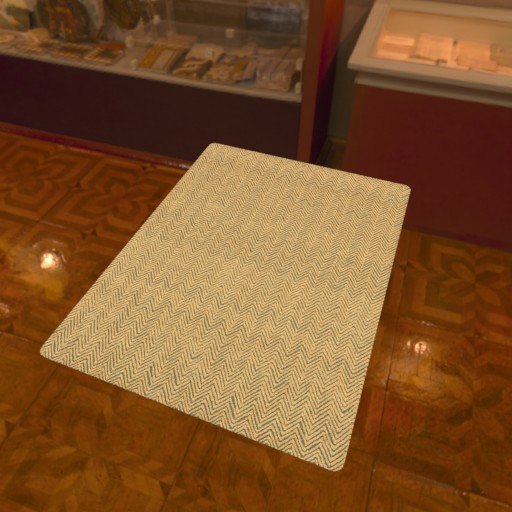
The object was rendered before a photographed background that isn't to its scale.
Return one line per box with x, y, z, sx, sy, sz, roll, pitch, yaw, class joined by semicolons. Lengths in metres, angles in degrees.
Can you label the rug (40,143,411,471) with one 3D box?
0.000;0.000;4.187;2.439;0.014;3.207;16;49;14;rug
